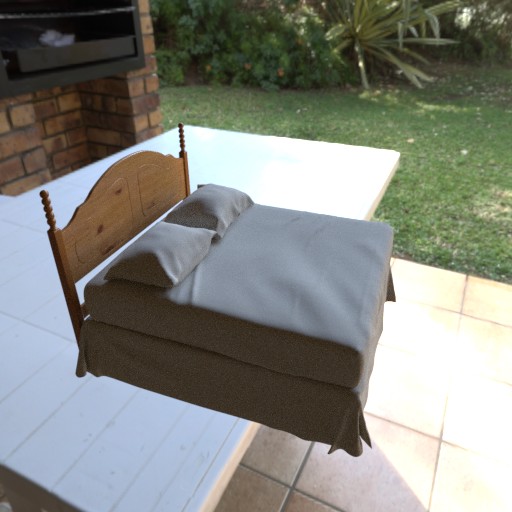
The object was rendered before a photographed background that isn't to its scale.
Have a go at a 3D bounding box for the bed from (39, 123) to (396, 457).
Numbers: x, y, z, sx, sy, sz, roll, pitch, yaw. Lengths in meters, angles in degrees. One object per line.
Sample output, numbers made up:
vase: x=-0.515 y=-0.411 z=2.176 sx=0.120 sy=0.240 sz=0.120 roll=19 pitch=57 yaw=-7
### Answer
bed: x=0.000 y=0.000 z=3.205 sx=2.040 sy=1.356 sz=1.873 roll=11 pitch=32 yaw=17
